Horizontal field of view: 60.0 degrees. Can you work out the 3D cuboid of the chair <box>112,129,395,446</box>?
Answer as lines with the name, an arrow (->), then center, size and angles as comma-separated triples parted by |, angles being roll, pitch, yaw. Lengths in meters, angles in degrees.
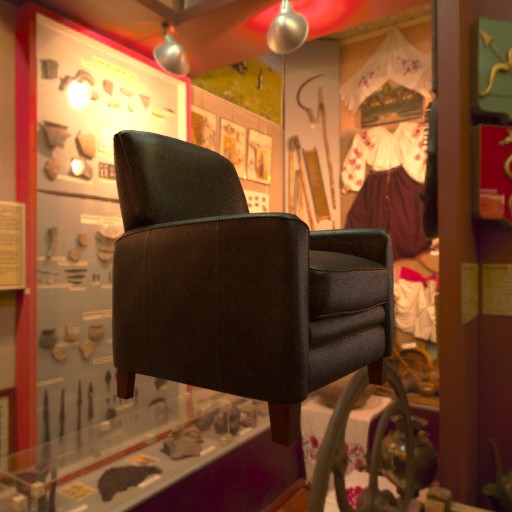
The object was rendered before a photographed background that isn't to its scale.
chair -> 0.000, 0.000, 1.689 | 0.864, 1.014, 0.848 | 0, -1, 36
